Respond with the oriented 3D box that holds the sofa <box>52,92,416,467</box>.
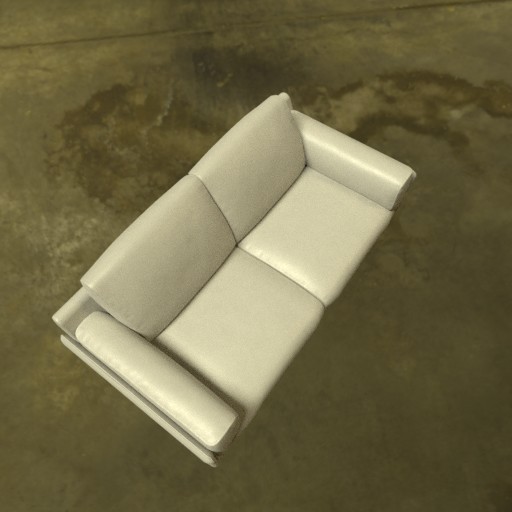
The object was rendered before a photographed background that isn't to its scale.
[{"bbox_3d":[0.000,0.000,2.651,1.049,0.930,2.101,32,65,17],"label":"sofa"}]
